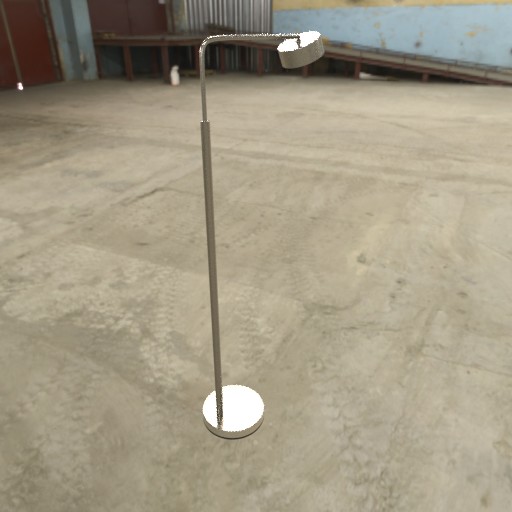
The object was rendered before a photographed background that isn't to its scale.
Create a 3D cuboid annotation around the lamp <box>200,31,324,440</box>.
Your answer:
[{"bbox_3d":[0.000,0.000,1.386,0.421,1.250,0.222,-18,32,-31],"label":"lamp"}]
